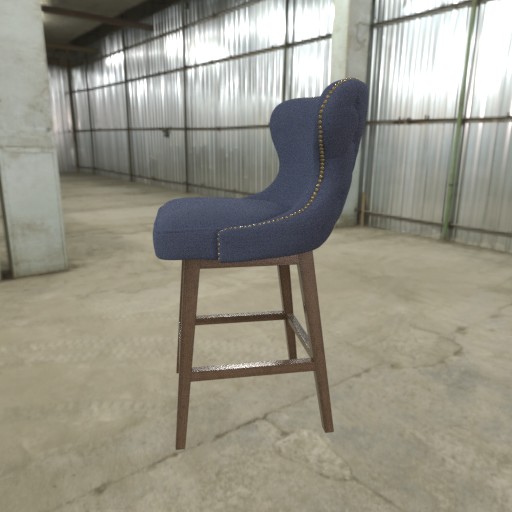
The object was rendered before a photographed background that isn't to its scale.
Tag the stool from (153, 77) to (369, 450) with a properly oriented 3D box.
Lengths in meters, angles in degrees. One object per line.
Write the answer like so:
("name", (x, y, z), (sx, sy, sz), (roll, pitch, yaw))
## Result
("stool", (0.000, 0.000, 1.363), (0.597, 0.972, 0.615), (-2, 15, -9))
